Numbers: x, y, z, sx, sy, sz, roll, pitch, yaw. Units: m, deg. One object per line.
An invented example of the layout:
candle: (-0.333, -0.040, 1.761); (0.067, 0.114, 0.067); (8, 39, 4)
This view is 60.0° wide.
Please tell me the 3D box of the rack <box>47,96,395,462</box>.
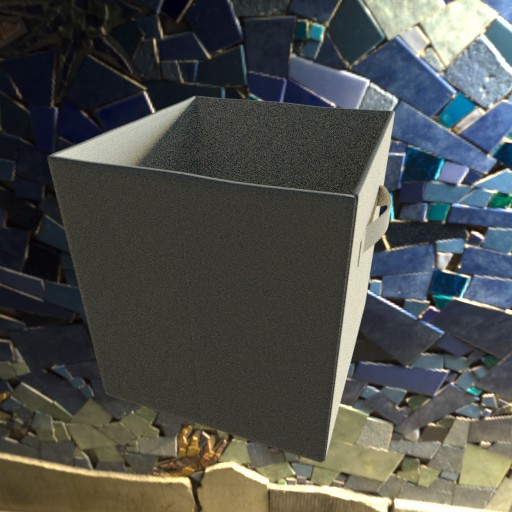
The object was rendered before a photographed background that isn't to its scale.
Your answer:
rack: (0.000, 0.000, 0.497); (0.270, 0.280, 0.270); (11, 32, 17)
